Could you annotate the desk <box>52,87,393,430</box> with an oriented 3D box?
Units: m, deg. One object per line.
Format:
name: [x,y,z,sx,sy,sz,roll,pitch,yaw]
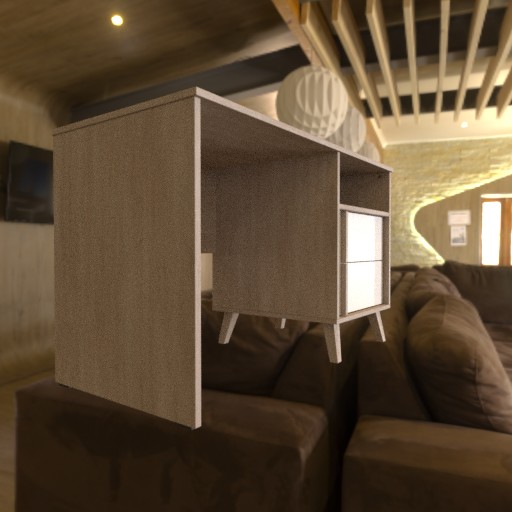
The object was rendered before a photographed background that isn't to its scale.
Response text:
desk: [0.000,0.000,1.660,0.600,0.770,1.251,1,1,37]
